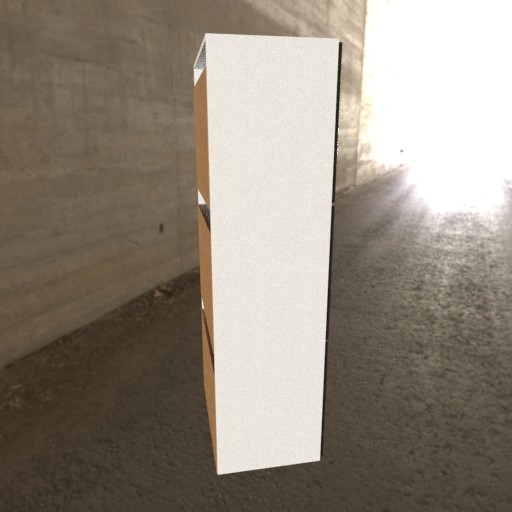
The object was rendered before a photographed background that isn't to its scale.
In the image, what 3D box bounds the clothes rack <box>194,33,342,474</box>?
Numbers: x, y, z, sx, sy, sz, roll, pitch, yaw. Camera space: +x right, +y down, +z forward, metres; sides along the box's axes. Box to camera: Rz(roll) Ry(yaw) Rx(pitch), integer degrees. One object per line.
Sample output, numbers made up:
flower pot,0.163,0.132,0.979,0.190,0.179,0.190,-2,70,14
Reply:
clothes rack,0.000,0.000,1.417,0.330,1.187,0.500,-3,16,-10
